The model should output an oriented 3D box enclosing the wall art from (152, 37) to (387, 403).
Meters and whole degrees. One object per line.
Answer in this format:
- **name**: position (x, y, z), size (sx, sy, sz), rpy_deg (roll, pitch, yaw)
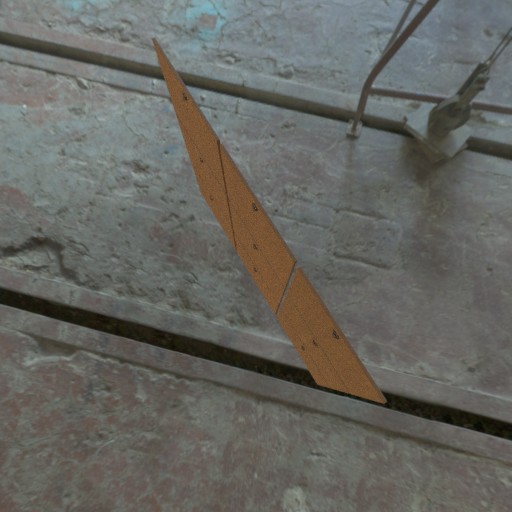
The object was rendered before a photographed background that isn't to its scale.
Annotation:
- **wall art**: position (0.000, 0.000, 2.249), size (0.023, 1.522, 1.526), rpy_deg (-30, 78, -7)
